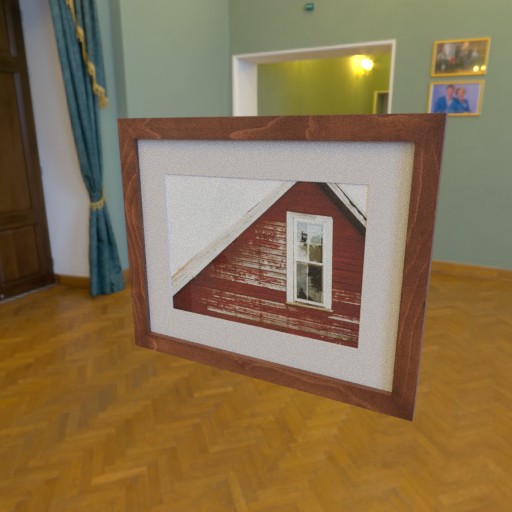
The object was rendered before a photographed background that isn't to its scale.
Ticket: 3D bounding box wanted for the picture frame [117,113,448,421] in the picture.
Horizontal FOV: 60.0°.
[{"bbox_3d":[0.000,0.000,0.760,0.559,0.457,0.025,8,18,26],"label":"picture frame"}]
